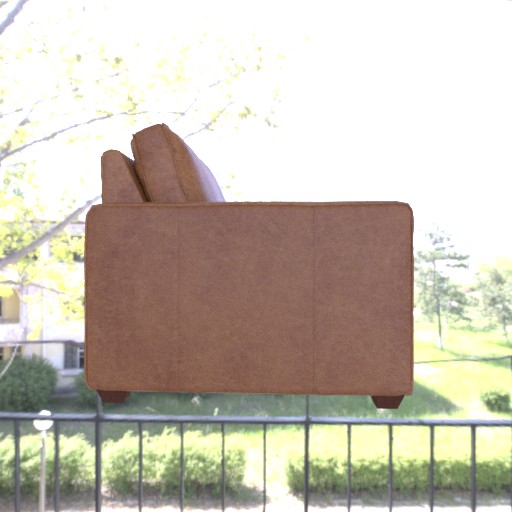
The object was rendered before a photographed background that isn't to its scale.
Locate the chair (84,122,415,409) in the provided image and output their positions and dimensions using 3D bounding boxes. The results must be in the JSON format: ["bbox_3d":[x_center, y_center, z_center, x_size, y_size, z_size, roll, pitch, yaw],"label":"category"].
[{"bbox_3d":[0.000,0.000,1.753,1.027,0.901,0.987,0,0,1],"label":"chair"}]
